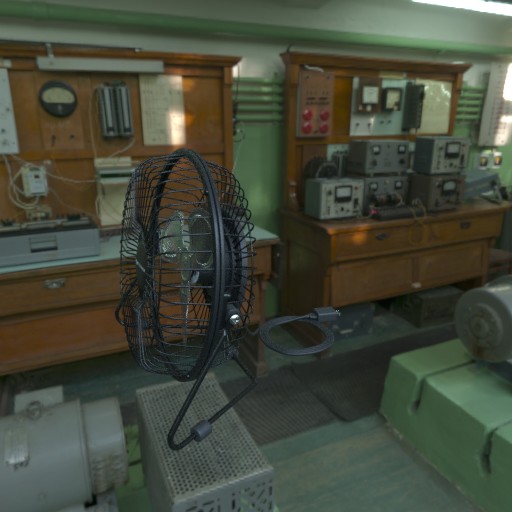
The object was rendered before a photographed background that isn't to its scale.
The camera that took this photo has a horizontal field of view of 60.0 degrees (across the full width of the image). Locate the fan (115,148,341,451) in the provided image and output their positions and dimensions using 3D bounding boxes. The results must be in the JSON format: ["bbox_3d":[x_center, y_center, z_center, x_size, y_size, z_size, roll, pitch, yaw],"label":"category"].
[{"bbox_3d":[0.000,0.000,0.388,0.227,0.188,0.209,-8,20,-24],"label":"fan"}]
